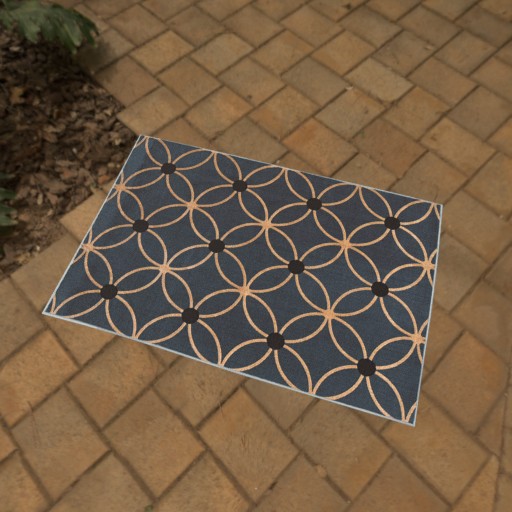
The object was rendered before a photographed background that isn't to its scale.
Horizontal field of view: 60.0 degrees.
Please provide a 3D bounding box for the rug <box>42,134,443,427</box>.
[{"bbox_3d":[0.000,0.000,2.898,2.284,0.008,1.522,15,63,8],"label":"rug"}]
